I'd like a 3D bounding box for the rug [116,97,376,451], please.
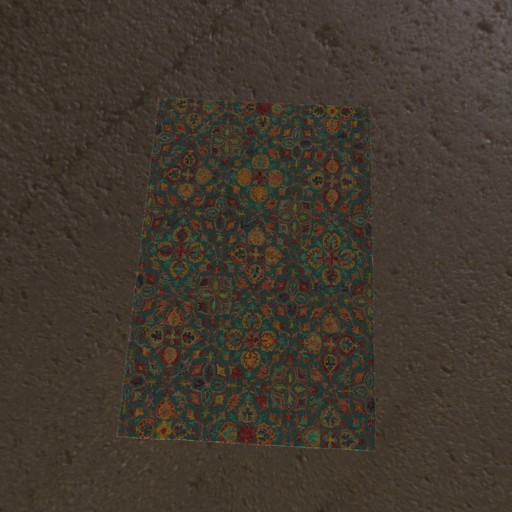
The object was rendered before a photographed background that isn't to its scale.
[{"bbox_3d":[0.000,0.000,2.892,1.527,0.016,2.290,3,75,1],"label":"rug"}]
